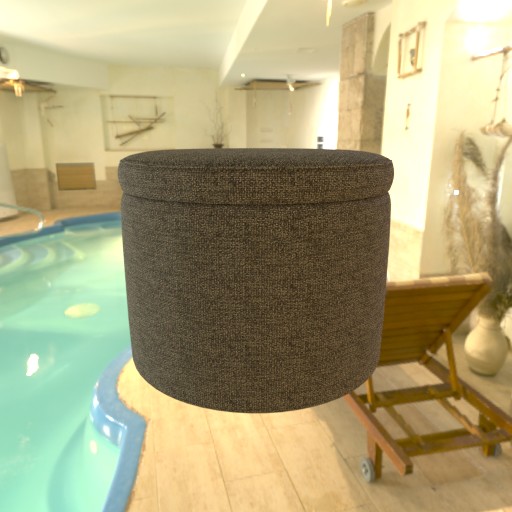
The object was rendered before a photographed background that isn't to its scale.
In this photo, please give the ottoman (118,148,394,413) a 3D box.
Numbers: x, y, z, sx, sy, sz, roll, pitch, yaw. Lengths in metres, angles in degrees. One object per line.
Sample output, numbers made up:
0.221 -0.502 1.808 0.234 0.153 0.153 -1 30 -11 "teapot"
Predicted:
0.000 0.000 0.910 0.520 0.430 0.520 0 15 0 "ottoman"
